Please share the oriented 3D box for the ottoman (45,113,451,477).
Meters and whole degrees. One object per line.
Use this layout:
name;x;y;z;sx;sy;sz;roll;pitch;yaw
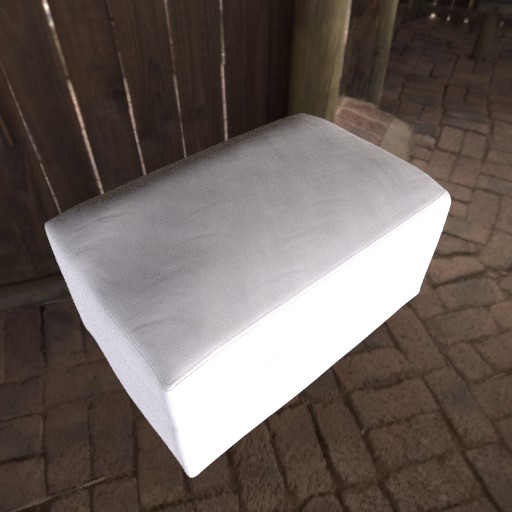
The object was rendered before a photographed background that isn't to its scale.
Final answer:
ottoman;0.000;0.000;1.185;0.872;0.444;0.590;-31;52;-27
